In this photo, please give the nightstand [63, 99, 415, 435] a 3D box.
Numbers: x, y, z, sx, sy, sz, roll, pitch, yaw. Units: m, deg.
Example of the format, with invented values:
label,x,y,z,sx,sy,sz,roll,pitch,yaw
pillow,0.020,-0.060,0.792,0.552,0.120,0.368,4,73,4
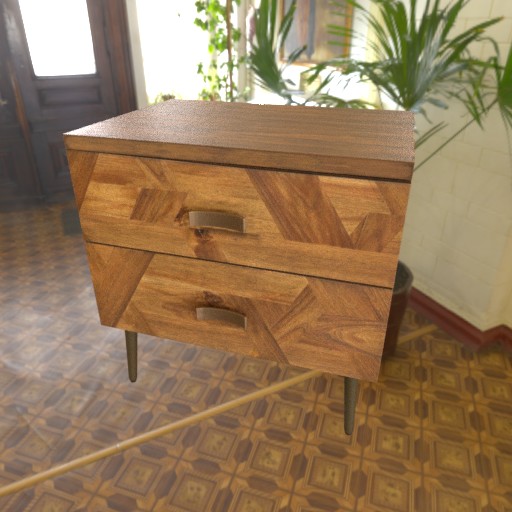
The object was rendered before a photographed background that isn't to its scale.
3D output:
label,x,y,z,sx,sy,sz,roll,pitch,yaw
nightstand,0.000,0.000,1.038,0.610,0.610,0.458,8,29,15
